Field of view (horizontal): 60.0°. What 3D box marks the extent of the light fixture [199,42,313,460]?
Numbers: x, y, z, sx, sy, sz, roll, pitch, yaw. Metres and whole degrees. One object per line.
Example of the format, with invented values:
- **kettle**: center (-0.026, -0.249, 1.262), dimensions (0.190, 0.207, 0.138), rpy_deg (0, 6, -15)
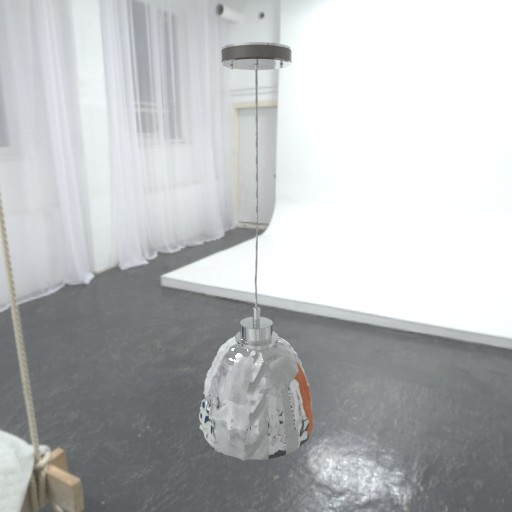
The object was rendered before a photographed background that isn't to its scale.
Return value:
- **light fixture**: center (0.000, 0.000, 1.760), dimensions (0.496, 1.511, 0.500), rpy_deg (2, 15, 7)
